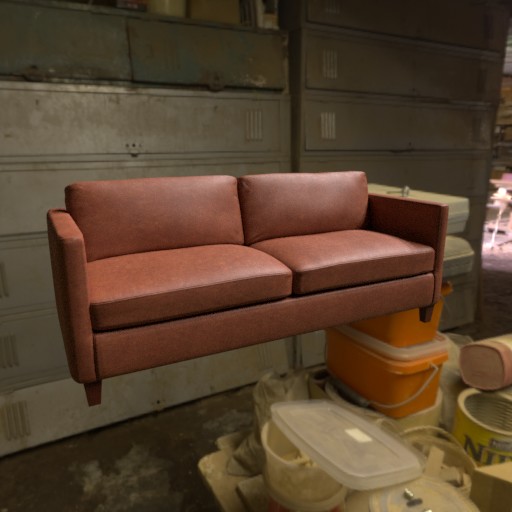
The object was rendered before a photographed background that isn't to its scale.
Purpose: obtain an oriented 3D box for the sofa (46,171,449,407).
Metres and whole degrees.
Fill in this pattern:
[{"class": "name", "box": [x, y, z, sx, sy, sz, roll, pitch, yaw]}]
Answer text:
[{"class": "sofa", "box": [0.000, 0.000, 2.656, 2.204, 0.932, 0.950, -7, 16, -26]}]
